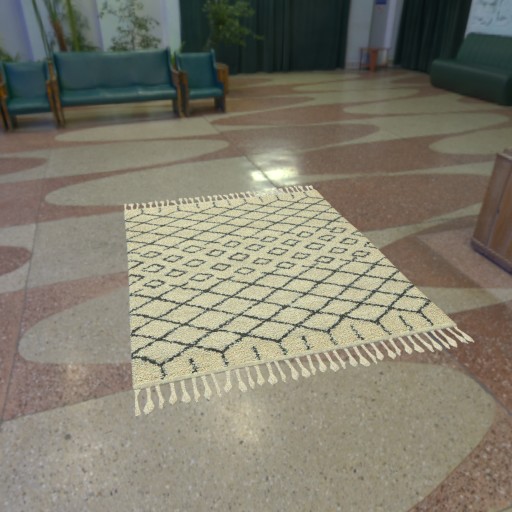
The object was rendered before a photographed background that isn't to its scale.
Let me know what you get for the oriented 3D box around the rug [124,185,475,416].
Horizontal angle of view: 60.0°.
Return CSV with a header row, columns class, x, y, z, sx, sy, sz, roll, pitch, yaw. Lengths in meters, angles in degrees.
class,x,y,z,sx,sy,sz,roll,pitch,yaw
rug,0.000,0.000,4.228,2.388,0.030,3.213,-8,31,-13
